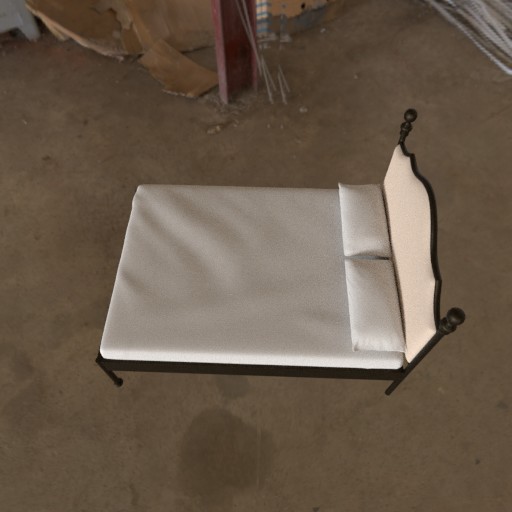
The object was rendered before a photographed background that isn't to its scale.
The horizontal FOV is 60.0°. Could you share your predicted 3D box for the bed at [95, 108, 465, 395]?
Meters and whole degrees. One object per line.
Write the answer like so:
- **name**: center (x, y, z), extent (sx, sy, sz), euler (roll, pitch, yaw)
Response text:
- **bed**: center (0.000, 0.000, 3.324), extent (2.224, 1.499, 1.642), euler (2, 58, 1)
